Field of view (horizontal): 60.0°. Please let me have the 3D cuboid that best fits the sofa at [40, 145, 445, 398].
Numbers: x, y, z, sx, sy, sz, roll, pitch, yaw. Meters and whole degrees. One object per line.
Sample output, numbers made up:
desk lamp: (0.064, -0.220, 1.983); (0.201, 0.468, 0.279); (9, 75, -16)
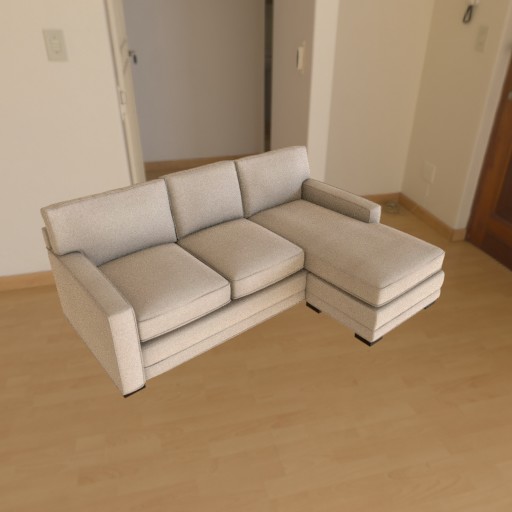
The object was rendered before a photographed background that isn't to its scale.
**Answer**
sofa: (0.000, 0.000, 2.814); (2.087, 0.861, 1.496); (-22, 36, -34)
